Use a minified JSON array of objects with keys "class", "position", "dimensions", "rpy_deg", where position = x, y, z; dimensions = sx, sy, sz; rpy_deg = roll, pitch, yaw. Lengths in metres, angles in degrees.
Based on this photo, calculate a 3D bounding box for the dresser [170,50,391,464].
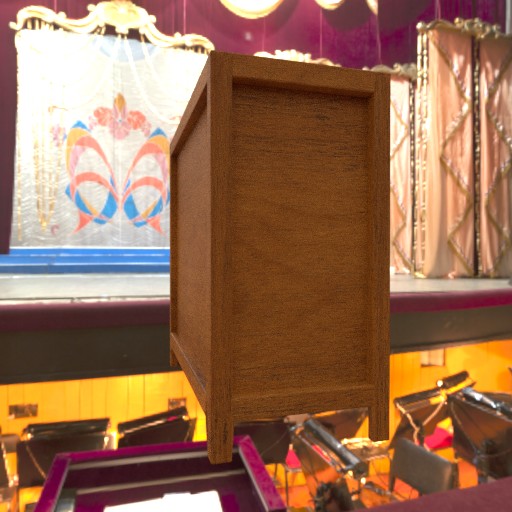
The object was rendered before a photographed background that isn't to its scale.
[{"class":"dresser","position":[0.000,0.000,1.301],"dimensions":[0.427,0.804,0.804],"rpy_deg":[0,1,-17]}]
